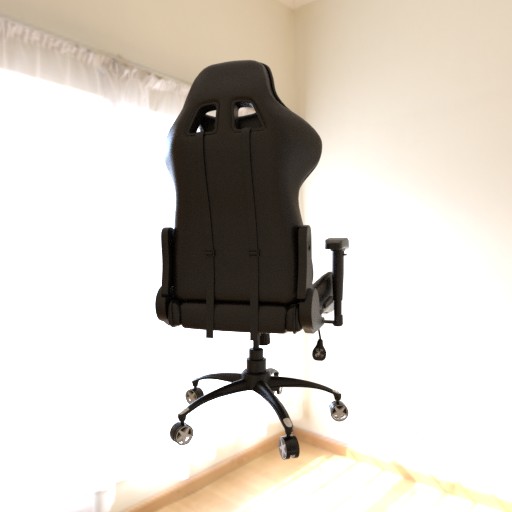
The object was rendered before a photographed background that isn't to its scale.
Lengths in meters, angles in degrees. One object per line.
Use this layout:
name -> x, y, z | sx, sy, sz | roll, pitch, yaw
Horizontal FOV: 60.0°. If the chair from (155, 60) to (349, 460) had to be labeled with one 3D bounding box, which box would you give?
chair -> 0.000, 0.000, 1.721 | 0.730, 1.285, 0.695 | 0, 1, 16
